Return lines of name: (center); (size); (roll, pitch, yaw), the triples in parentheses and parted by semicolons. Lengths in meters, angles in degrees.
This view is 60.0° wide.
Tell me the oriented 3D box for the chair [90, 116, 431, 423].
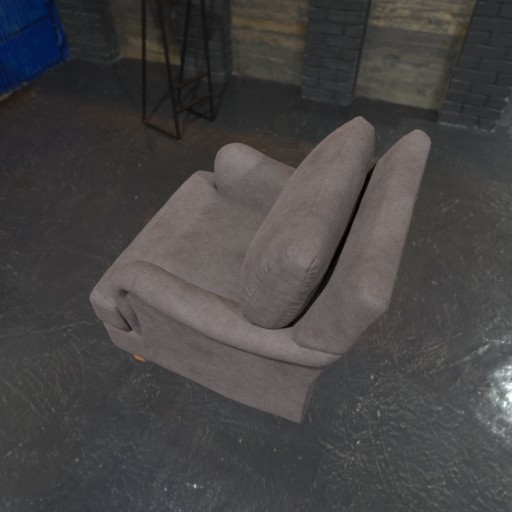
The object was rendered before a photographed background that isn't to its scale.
chair: (0.000, 0.000, 1.827); (1.070, 0.997, 0.955); (17, 48, 15)
